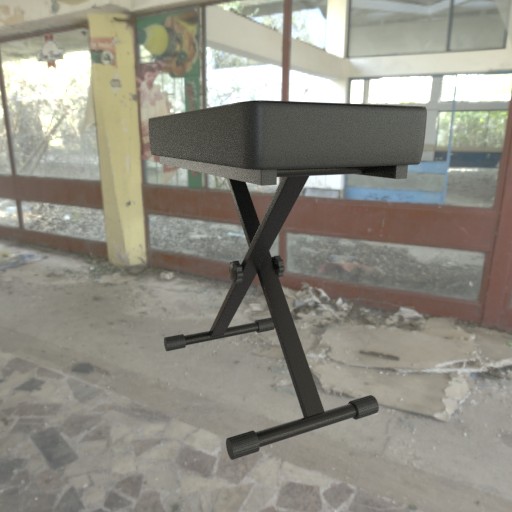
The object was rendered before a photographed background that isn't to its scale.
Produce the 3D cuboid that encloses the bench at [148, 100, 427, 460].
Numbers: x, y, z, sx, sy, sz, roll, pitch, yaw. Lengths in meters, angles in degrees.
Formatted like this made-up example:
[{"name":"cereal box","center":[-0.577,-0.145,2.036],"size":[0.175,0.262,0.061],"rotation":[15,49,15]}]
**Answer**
[{"name":"bench","center":[0.000,0.000,0.919],"size":[0.300,0.561,0.600],"rotation":[-7,16,-24]}]
